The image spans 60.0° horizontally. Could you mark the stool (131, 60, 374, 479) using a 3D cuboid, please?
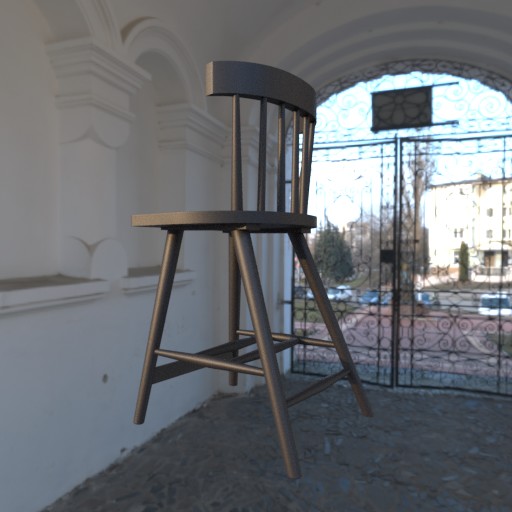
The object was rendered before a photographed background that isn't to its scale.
[{"bbox_3d":[0.000,0.000,1.289,0.549,0.953,0.494,1,1,35],"label":"stool"}]
